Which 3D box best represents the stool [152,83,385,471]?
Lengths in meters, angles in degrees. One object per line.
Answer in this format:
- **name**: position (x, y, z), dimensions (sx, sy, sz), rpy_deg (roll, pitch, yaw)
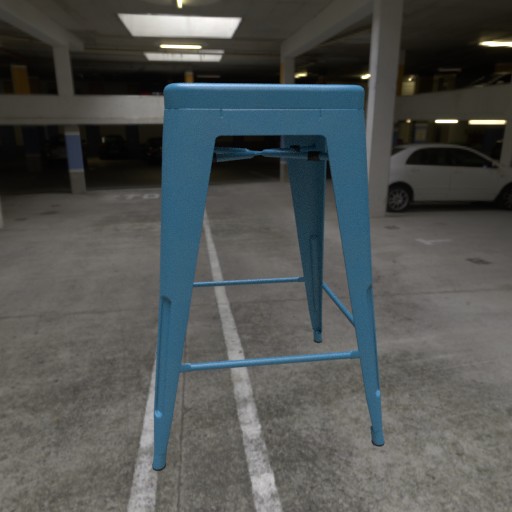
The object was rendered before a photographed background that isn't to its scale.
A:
- **stool**: position (0.000, 0.000, 0.866), dimensions (0.410, 0.608, 0.410), rpy_deg (-3, 17, -8)
